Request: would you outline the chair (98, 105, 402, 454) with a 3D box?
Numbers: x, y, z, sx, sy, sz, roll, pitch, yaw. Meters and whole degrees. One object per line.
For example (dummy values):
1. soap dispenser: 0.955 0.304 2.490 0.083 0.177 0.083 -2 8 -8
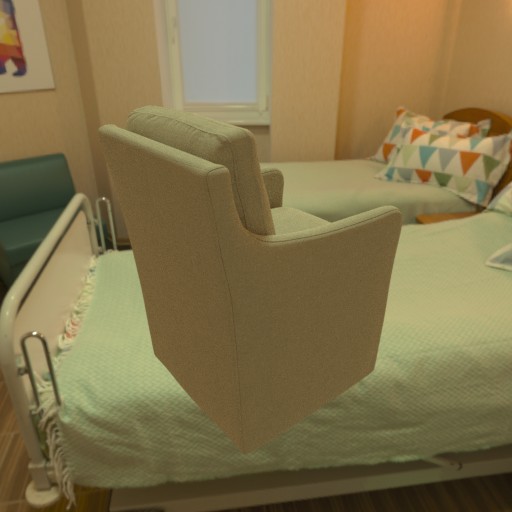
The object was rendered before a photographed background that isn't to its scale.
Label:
1. chair: 0.000 0.000 1.416 0.694 0.914 0.626 -20 33 -34
